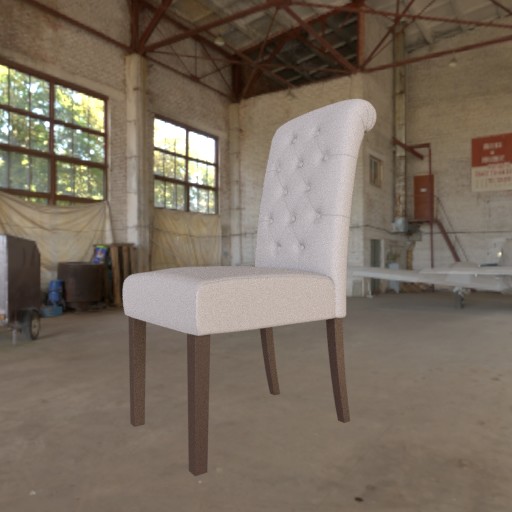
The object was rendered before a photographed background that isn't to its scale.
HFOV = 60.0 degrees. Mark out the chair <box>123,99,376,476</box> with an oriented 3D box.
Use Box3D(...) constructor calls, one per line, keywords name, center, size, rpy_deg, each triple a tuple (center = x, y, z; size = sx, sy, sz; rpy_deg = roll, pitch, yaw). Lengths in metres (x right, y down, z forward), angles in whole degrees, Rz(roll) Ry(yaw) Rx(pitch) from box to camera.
Box3D(name="chair", center=(0.000, 0.000, 1.363), size=(0.671, 1.006, 0.456), rpy_deg=(0, 0, -37))
